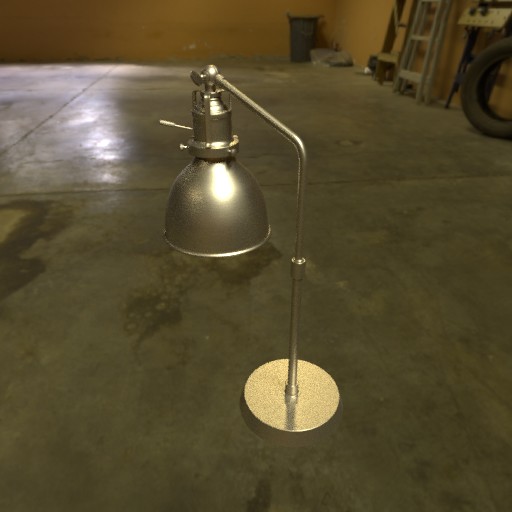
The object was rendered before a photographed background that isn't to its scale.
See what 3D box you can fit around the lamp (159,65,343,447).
[{"bbox_3d":[0.000,0.000,0.584,0.286,0.456,0.153,21,36,33],"label":"lamp"}]
